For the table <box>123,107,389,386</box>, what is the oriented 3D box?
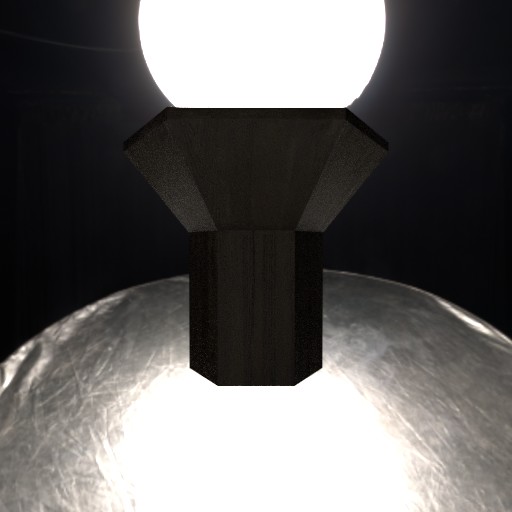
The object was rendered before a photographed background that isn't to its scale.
[{"bbox_3d":[0.000,0.000,1.150,0.683,0.586,0.592,0,2,0],"label":"table"}]
